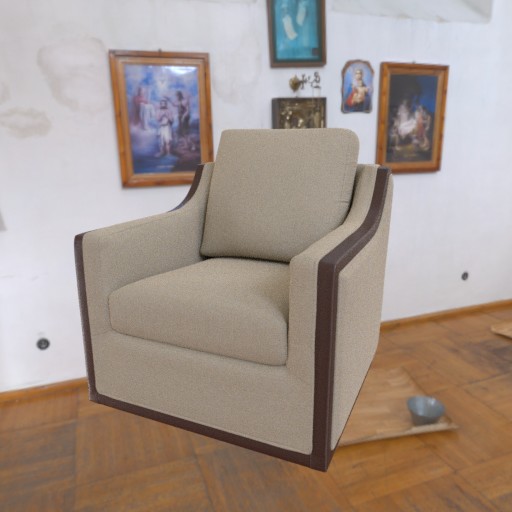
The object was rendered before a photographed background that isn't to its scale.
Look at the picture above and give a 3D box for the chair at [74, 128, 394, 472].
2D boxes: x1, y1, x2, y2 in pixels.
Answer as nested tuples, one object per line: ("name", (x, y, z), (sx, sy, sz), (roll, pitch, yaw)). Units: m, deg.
("chair", (0.000, 0.000, 1.650), (0.870, 0.930, 0.950), (6, 16, 24))
